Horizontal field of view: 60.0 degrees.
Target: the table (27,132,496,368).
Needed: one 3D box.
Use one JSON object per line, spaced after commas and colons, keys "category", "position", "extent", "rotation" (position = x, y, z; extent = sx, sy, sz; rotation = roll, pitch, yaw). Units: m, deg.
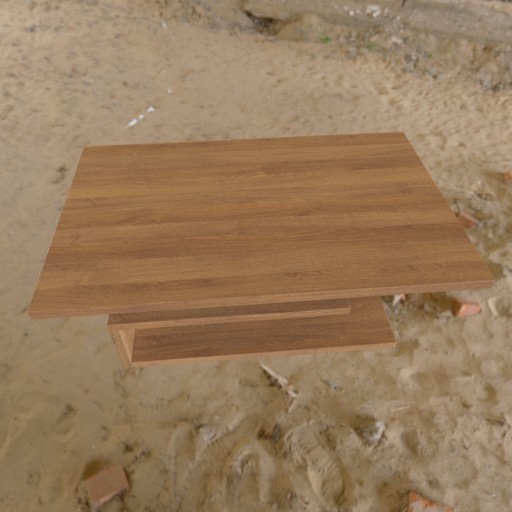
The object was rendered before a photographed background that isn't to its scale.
{"category": "table", "position": [0.000, 0.000, 1.436], "extent": [1.100, 0.442, 0.700], "rotation": [-4, 45, -3]}
